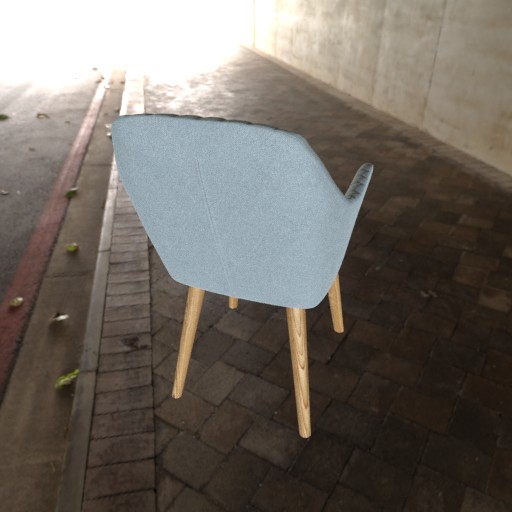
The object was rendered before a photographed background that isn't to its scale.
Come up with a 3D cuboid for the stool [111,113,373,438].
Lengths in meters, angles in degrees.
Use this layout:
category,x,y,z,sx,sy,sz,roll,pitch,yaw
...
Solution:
category,x,y,z,sx,sy,sz,roll,pitch,yaw
stool,0.000,0.000,1.147,0.503,0.830,0.590,10,33,17
